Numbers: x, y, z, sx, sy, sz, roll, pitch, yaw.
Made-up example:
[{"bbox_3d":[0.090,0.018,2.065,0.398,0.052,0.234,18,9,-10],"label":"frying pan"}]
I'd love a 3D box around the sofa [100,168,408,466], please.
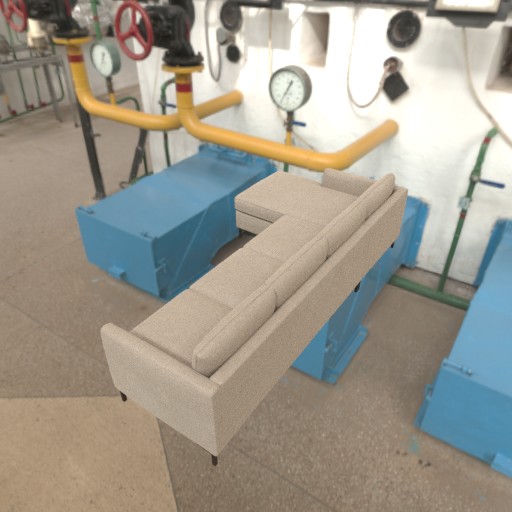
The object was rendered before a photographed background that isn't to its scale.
[{"bbox_3d":[0.000,0.000,3.625,1.469,0.816,2.923,22,40,28],"label":"sofa"}]
